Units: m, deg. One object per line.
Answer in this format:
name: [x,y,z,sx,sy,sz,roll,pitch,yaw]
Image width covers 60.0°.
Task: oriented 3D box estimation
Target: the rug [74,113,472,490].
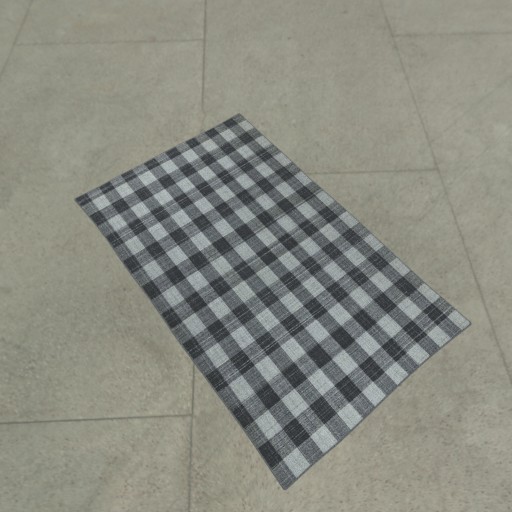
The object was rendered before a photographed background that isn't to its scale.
rug: [0.000,0.000,3.071,1.554,0.011,2.476,-33,64,-19]
